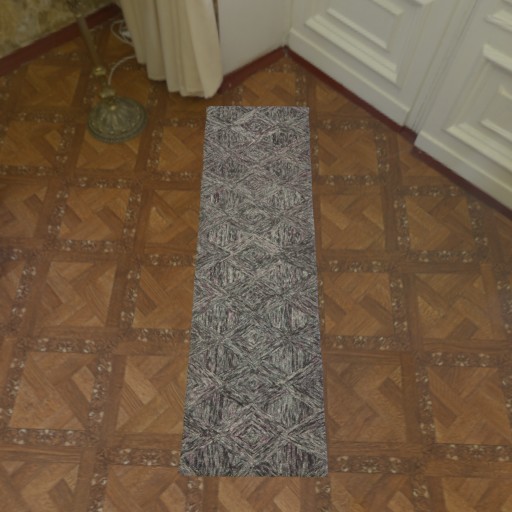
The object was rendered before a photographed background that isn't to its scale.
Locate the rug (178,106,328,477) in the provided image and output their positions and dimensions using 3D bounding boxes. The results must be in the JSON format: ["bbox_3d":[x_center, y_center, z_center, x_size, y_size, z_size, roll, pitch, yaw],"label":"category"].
[{"bbox_3d":[0.000,0.000,2.581,0.719,0.013,2.305,0,64,0],"label":"rug"}]
